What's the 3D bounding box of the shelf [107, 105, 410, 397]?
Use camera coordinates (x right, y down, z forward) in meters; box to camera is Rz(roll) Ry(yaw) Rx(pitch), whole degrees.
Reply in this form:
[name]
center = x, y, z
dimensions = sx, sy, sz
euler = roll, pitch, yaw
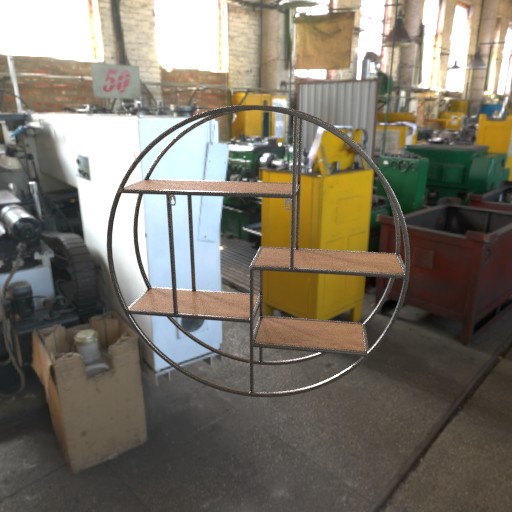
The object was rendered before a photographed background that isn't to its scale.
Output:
[shelf]
center = 0.000, 0.000, 1.380
dimensions = 0.888, 0.888, 0.202
euler = 3, 19, 9
